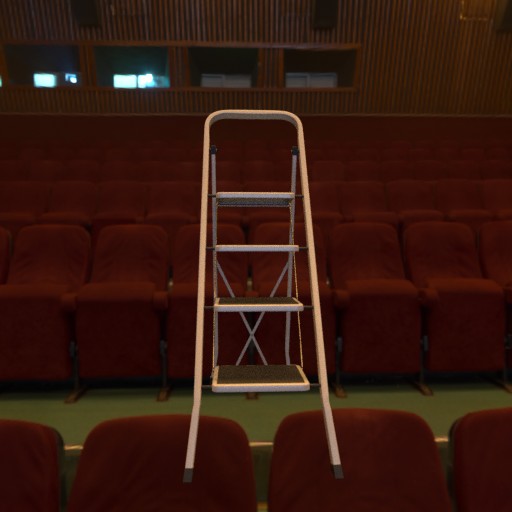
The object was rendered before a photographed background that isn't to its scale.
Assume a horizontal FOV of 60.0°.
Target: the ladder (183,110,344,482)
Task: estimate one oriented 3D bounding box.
[{"bbox_3d":[0.000,0.000,1.708,0.460,1.265,0.914,0,1,-3],"label":"ladder"}]
